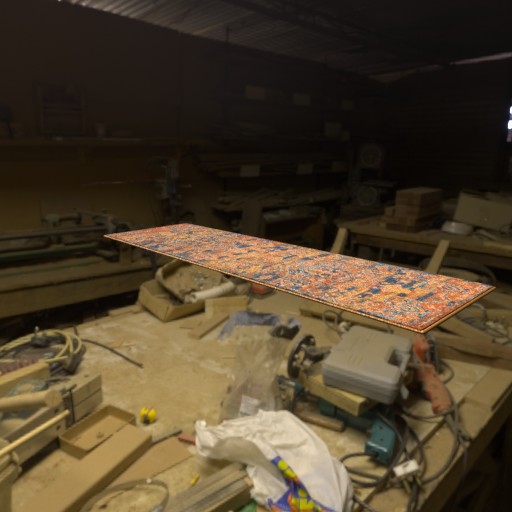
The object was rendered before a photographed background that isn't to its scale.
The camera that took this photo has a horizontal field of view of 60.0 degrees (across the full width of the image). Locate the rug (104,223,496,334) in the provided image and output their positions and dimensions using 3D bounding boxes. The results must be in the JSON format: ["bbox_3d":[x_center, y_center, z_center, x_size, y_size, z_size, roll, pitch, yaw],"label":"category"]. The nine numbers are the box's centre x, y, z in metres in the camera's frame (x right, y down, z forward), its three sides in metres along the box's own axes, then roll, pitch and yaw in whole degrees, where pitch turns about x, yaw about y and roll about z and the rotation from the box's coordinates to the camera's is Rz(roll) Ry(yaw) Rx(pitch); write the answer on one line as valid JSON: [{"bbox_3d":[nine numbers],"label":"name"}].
[{"bbox_3d":[0.000,0.000,1.976,0.556,0.013,1.820,-13,19,-43],"label":"rug"}]
